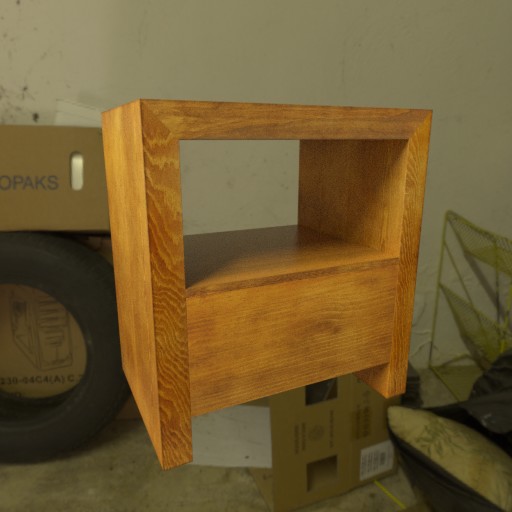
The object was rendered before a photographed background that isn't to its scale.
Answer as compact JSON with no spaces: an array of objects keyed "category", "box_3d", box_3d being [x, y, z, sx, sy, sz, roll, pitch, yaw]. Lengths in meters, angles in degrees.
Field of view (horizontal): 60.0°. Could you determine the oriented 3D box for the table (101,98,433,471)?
[{"category":"table","box_3d":[0.000,0.000,0.973,0.550,0.605,0.400,-7,16,-25]}]
